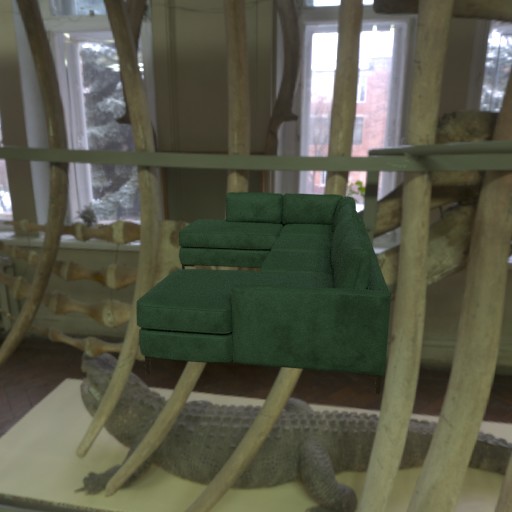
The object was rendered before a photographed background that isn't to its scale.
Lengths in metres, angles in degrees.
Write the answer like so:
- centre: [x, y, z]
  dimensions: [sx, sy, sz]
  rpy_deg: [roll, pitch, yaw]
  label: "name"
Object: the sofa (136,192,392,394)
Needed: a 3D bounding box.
- centre: [0.000, 0.000, 4.006]
  dimensions: [1.992, 0.861, 2.994]
  rpy_deg: [2, 15, 9]
  label: "sofa"
